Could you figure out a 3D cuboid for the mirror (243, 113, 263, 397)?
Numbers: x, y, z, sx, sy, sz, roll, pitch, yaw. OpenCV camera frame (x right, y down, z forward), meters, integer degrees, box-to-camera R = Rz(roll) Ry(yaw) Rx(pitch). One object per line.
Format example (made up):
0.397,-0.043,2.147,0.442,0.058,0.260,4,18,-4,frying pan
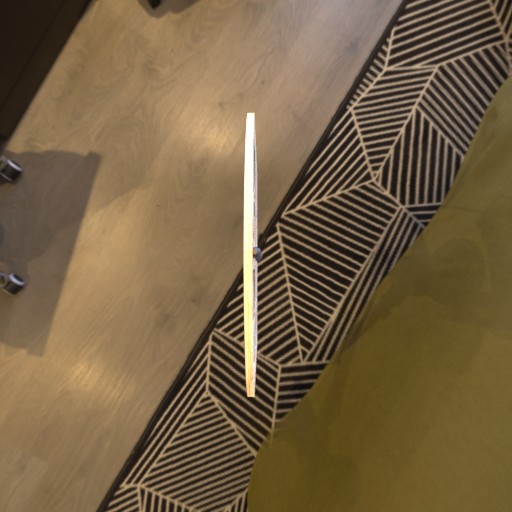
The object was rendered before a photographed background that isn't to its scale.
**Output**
0.000,0.000,1.166,0.032,0.915,0.609,0,89,1,mirror
